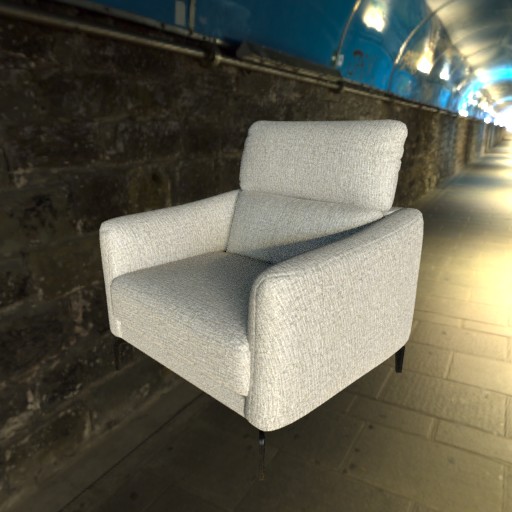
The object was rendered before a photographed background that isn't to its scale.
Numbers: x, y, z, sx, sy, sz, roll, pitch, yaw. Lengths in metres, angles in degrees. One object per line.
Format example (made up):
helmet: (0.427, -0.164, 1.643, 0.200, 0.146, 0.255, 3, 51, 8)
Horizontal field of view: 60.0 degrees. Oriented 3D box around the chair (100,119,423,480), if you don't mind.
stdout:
chair: (0.000, 0.000, 1.639, 0.972, 0.967, 0.835, 16, 23, 43)
